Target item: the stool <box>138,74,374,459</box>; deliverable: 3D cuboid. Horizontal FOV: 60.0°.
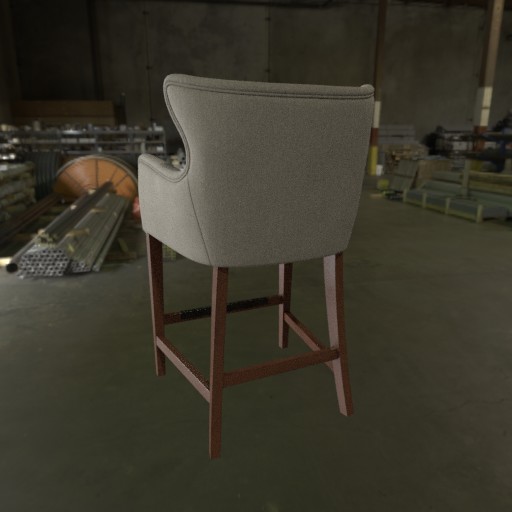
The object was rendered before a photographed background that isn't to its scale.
[{"bbox_3d":[0.000,0.000,1.318,0.575,0.951,0.575,-7,17,-24],"label":"stool"}]
